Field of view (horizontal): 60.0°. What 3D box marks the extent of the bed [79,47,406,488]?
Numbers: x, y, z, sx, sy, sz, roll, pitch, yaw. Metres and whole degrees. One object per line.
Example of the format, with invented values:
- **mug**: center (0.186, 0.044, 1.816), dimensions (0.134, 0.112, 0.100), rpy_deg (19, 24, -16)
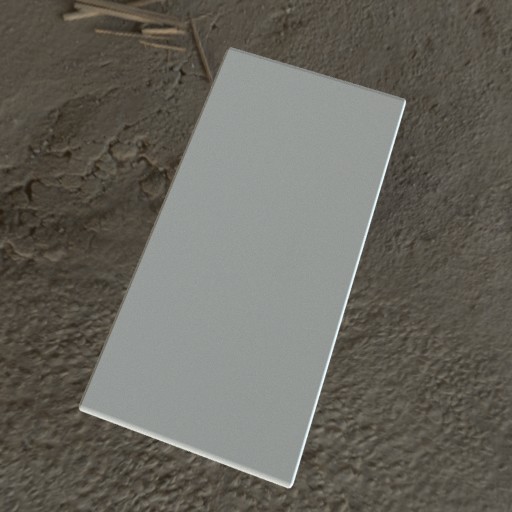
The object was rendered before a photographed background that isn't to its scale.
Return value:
- **bed**: center (0.000, 0.000, 2.341), dimensions (0.961, 0.616, 1.902), rpy_deg (18, 77, 4)
